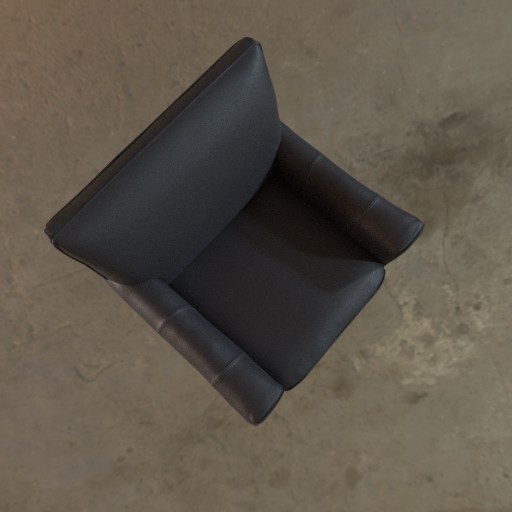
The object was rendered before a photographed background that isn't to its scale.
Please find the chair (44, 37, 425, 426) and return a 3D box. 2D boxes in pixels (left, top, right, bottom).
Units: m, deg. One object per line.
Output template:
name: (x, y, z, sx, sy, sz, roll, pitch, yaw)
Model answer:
chair: (0.000, 0.000, 1.618, 0.825, 0.943, 0.870, 41, 80, 9)
